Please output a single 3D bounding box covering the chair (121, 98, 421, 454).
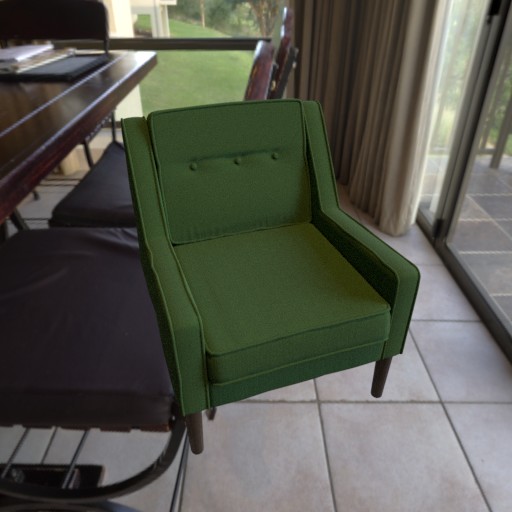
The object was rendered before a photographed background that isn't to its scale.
[{"bbox_3d":[0.000,0.000,1.356,0.663,0.792,0.743,-11,35,-16],"label":"chair"}]
